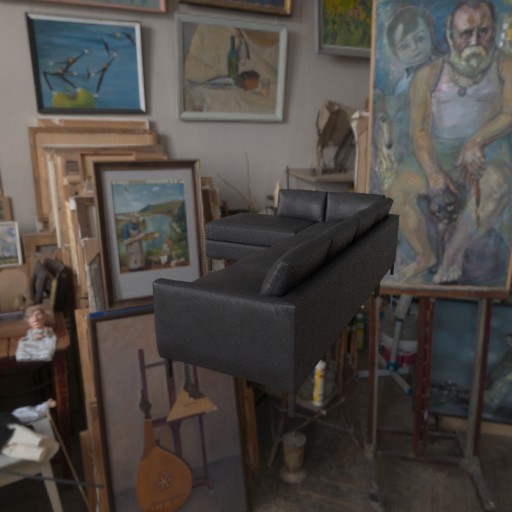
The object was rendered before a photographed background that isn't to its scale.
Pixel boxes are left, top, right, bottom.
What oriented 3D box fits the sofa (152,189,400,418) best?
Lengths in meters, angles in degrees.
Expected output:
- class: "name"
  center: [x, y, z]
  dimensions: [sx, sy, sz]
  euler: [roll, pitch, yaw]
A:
- class: "sofa"
  center: [0.000, 0.000, 3.890]
  dimensions: [1.938, 0.877, 2.984]
  euler: [7, 17, 26]
